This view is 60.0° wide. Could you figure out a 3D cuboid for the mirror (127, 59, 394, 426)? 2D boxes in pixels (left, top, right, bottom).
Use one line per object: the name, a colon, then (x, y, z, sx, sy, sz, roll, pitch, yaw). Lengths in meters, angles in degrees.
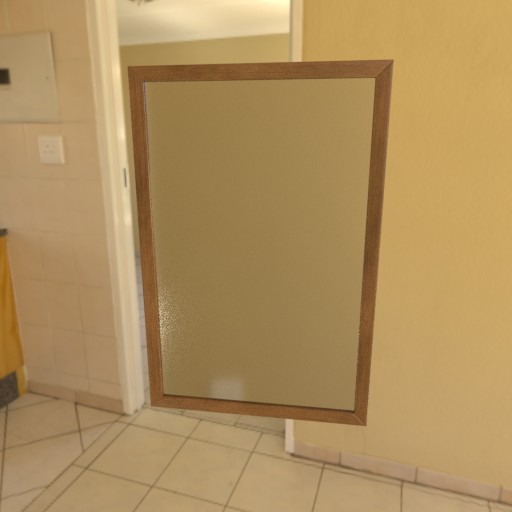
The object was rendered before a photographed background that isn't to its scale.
mirror: (0.000, 0.000, 1.140, 0.609, 0.915, 0.040, 2, 15, 8)
